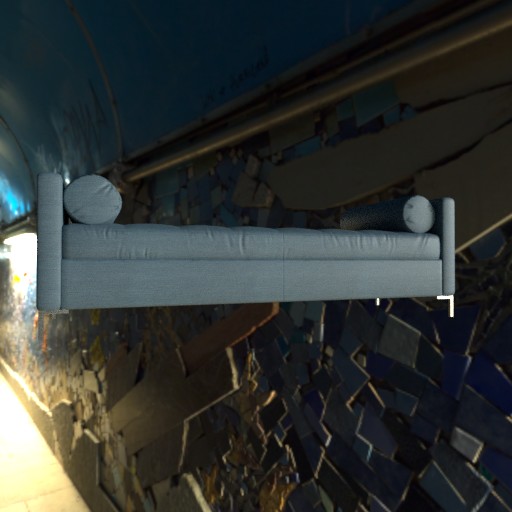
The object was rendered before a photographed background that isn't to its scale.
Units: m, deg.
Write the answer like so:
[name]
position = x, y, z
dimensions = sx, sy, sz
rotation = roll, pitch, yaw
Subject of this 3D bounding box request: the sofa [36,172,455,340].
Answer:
[sofa]
position = 0.000, 0.000, 2.290
dimensions = 1.981, 0.635, 0.686
rotation = 0, -1, -21
